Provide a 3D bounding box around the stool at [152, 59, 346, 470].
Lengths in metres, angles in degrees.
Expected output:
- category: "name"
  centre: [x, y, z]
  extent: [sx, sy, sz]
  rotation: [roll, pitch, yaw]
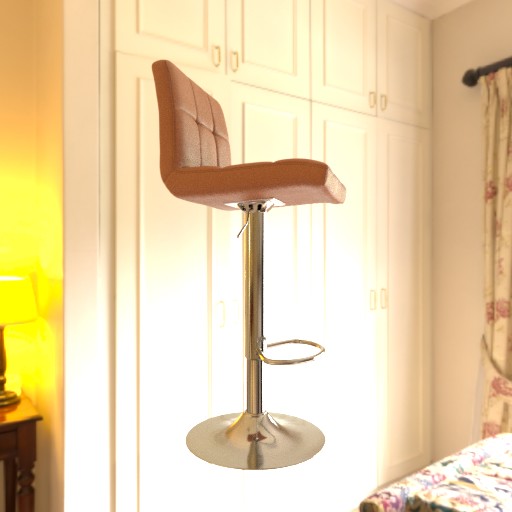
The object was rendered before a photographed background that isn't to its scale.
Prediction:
- category: "stool"
  centre: [0.000, 0.000, 1.354]
  extent: [0.505, 1.115, 0.430]
  rotation: [0, 0, 18]
